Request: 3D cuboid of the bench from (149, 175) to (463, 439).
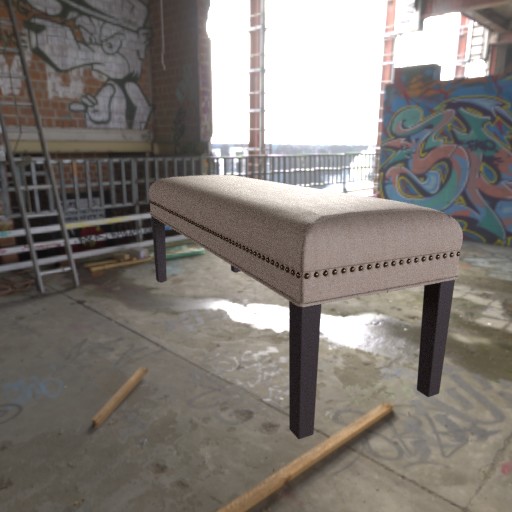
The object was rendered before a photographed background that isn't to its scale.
[{"bbox_3d":[0.000,0.000,1.436,0.410,0.457,1.219,-7,16,-25],"label":"bench"}]
